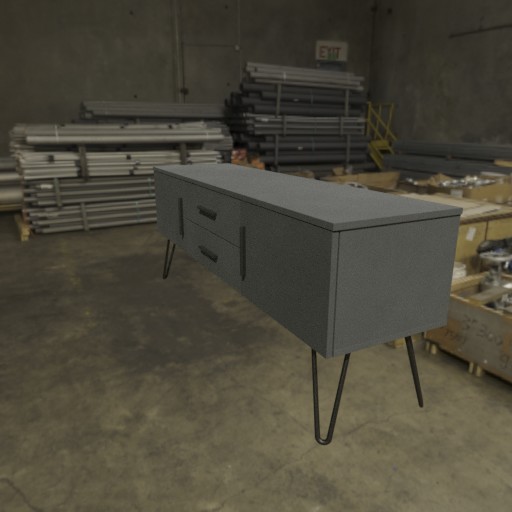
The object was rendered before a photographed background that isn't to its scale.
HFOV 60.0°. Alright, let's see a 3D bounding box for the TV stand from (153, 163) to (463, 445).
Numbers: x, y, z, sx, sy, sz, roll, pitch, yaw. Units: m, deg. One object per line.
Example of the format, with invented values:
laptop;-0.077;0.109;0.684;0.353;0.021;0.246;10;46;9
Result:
TV stand;0.000;0.000;1.656;0.400;0.560;1.400;-8;19;-26
